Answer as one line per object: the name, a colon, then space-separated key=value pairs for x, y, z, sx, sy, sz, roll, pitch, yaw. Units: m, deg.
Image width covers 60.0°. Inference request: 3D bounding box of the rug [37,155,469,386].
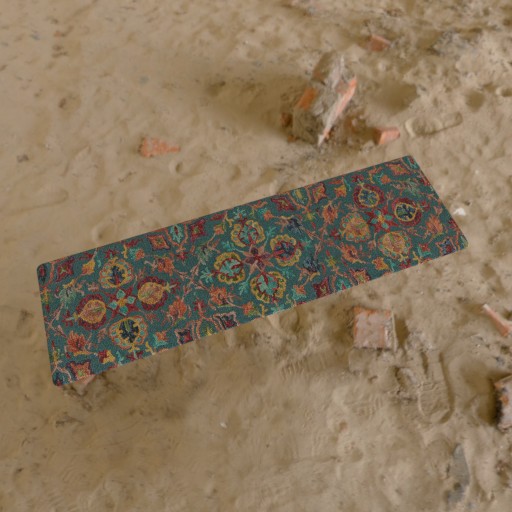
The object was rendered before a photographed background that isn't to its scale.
rug: x=0.000 y=0.000 z=2.428 sx=2.286 sy=0.013 sz=0.686 roll=-18 pitch=64 yaw=-9
